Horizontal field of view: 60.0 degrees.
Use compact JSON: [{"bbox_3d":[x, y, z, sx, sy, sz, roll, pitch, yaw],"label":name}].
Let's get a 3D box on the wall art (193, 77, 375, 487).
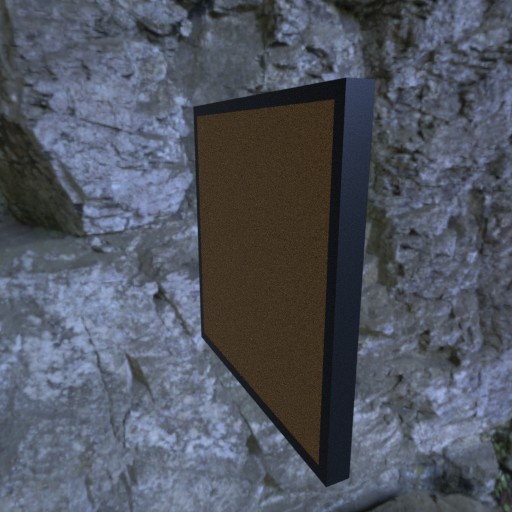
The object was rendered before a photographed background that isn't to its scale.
[{"bbox_3d":[0.000,0.000,0.750,0.038,0.508,0.508,-7,17,-25],"label":"wall art"}]
